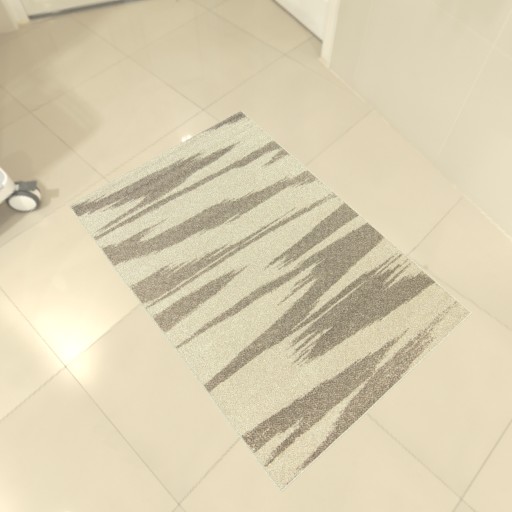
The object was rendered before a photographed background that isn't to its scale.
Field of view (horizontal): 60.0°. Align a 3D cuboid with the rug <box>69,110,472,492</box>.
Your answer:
[{"bbox_3d":[0.000,0.000,2.313,1.225,0.008,1.827,-35,65,-19],"label":"rug"}]
